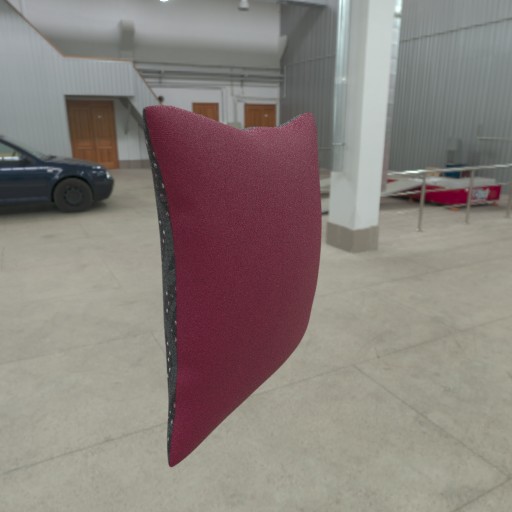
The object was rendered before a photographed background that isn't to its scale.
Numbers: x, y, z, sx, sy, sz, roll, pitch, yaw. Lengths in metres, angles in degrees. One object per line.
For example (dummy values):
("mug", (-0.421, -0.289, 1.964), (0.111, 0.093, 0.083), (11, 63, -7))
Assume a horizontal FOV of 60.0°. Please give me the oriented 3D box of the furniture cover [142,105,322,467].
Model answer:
("furniture cover", (0.000, 0.000, 0.813), (0.193, 0.509, 0.552), (8, 19, 26))
